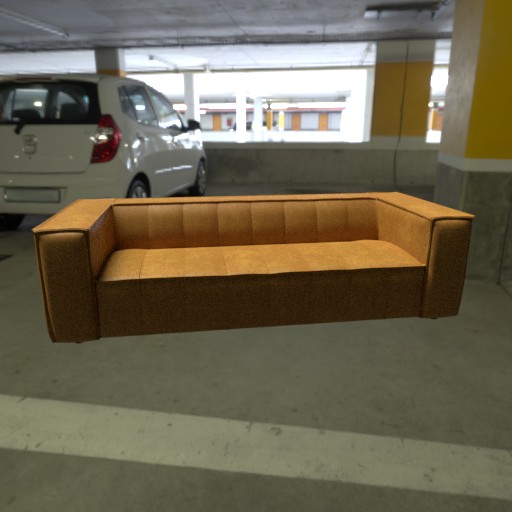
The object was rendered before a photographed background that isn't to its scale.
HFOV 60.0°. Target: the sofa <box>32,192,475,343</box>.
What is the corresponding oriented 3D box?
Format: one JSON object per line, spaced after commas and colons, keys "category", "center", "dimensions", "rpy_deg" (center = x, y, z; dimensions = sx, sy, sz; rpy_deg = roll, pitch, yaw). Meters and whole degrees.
{"category": "sofa", "center": [0.000, 0.000, 3.081], "dimensions": [2.581, 0.701, 1.102], "rpy_deg": [-2, 16, -8]}
